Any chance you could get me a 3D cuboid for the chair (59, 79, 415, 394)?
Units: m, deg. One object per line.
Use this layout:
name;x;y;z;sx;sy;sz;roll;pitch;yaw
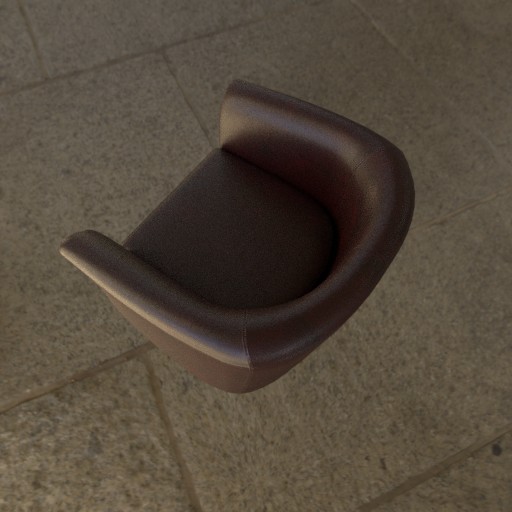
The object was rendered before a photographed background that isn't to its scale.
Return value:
chair;0.000;0.000;1.401;0.727;0.756;0.792;33;67;16
